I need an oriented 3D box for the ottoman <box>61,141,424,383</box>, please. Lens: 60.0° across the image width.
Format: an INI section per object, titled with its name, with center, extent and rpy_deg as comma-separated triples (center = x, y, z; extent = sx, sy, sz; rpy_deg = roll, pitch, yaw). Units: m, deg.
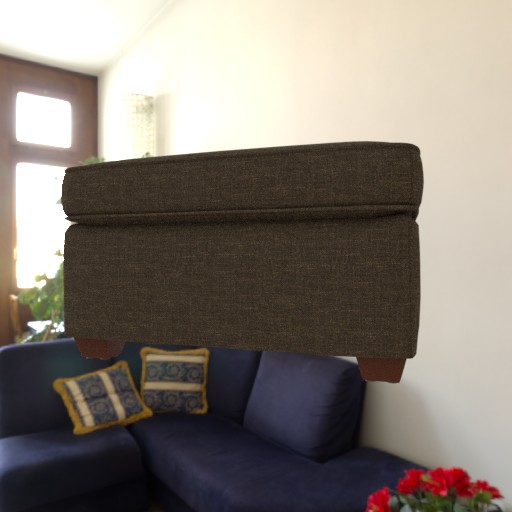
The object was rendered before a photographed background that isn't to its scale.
[ottoman]
center = 0.000, 0.000, 1.081
extent = 0.749, 0.450, 0.549
rpy_deg = 0, 0, 18
